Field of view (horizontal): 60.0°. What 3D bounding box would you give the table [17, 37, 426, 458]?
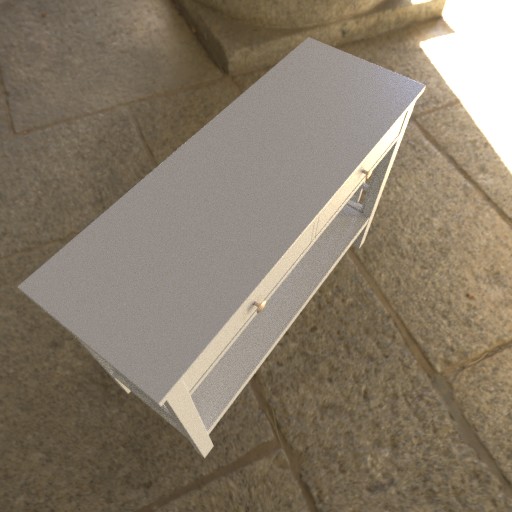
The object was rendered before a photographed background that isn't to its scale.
[{"bbox_3d":[0.000,0.000,1.368,0.397,0.753,1.068,32,63,19],"label":"table"}]
